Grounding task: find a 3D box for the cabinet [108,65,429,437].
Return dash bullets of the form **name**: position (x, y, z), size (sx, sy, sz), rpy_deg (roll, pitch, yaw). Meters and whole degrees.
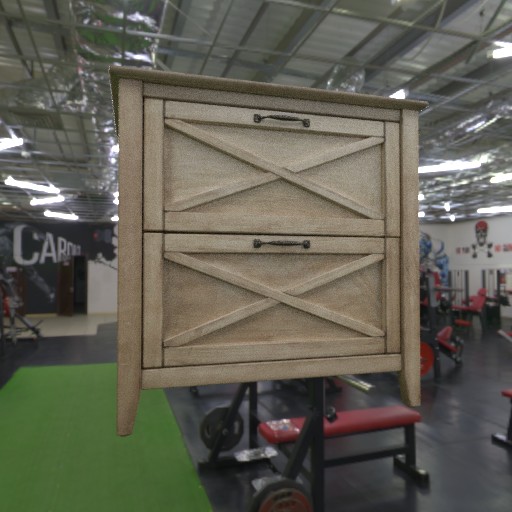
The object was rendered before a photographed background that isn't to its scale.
- **cabinet**: position (0.000, 0.000, 1.233), size (0.763, 0.762, 0.503), rpy_deg (0, -1, -16)
